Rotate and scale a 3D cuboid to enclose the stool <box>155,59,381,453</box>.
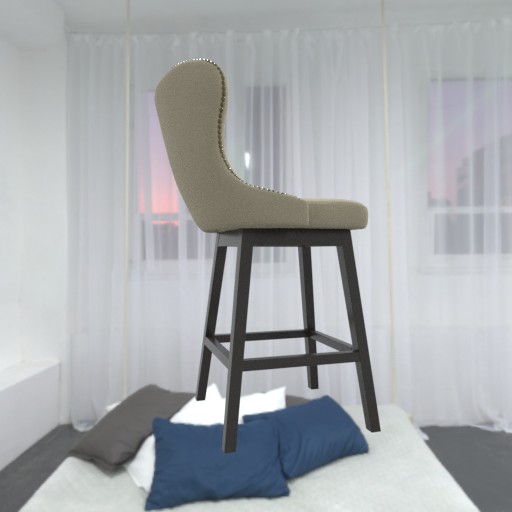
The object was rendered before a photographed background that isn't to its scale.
[{"bbox_3d":[0.000,0.000,1.337,0.593,0.971,0.528,0,1,-17],"label":"stool"}]
